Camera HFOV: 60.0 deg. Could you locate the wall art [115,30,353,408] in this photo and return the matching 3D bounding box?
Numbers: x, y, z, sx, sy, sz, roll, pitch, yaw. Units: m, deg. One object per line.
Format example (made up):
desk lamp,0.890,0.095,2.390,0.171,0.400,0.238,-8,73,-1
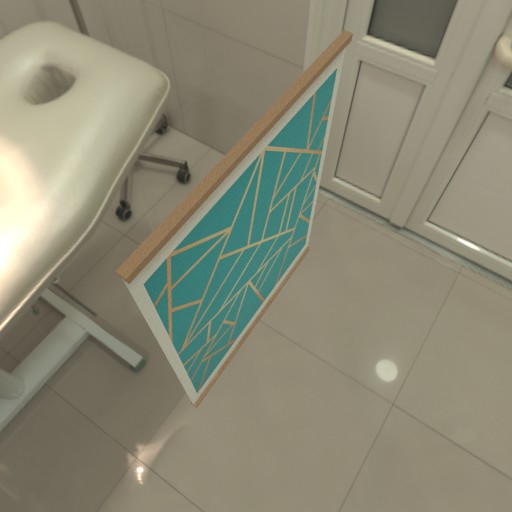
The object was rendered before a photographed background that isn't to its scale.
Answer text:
wall art,0.000,0.000,0.674,0.012,0.508,0.405,30,64,16
